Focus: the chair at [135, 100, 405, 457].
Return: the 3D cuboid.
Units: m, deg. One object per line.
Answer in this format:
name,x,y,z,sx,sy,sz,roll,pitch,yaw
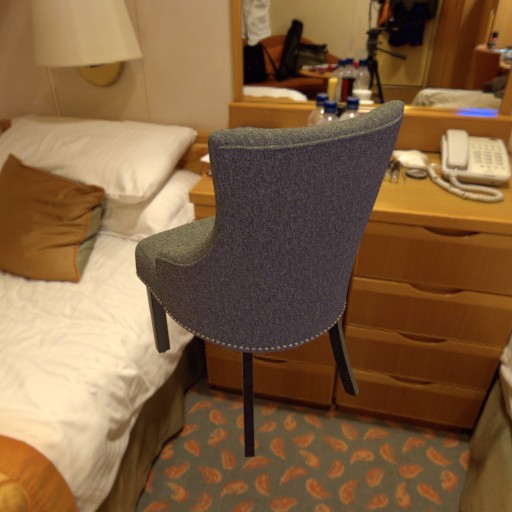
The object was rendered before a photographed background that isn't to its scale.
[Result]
chair,0.000,0.000,1.303,0.566,0.909,0.629,-19,36,-28
